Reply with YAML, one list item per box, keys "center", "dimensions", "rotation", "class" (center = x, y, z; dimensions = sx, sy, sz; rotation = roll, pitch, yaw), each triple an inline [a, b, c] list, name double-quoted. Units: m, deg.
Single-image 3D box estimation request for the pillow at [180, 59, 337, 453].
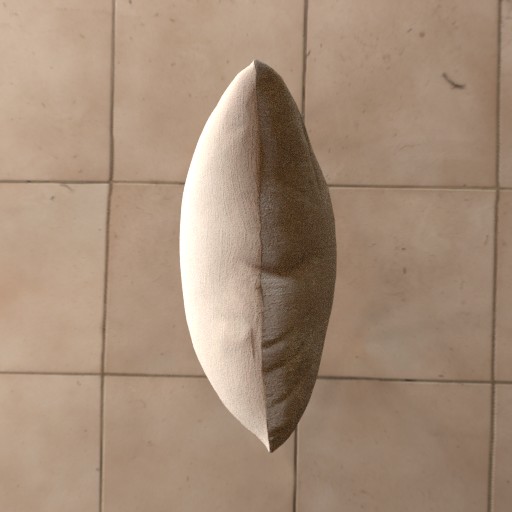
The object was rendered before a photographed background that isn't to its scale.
- center: [0.000, 0.000, 0.713]
  dimensions: [0.245, 0.448, 0.450]
  rotation: [0, 90, 0]
  class: "pillow"
